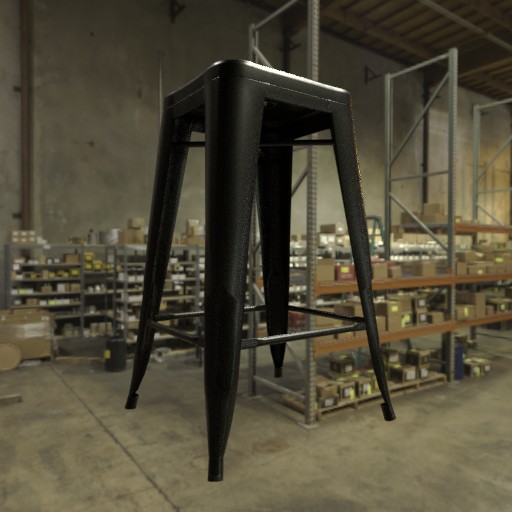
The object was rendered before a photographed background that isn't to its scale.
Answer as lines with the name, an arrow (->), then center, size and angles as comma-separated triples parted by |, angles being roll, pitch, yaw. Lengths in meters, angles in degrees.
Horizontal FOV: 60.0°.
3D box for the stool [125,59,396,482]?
stool -> 0.000, 0.000, 0.849 | 0.399, 0.609, 0.359 | -1, 1, -36
